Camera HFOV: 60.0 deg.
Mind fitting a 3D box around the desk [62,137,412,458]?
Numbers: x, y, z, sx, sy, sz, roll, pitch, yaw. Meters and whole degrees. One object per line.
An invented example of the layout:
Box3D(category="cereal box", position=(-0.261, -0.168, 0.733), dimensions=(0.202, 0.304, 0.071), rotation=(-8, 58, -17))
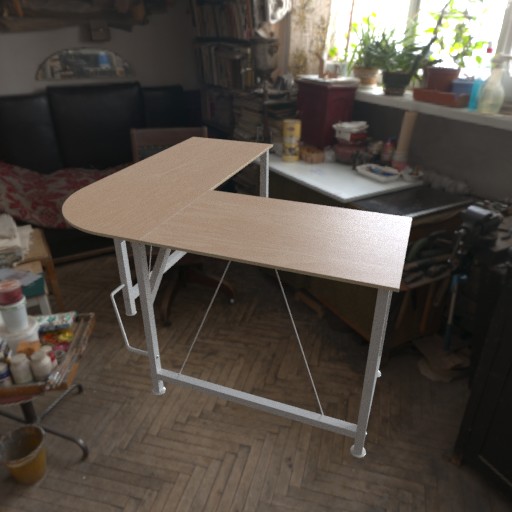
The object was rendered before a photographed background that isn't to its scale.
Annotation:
Box3D(category="desk", position=(0.000, 0.000, 2.222), dimensions=(1.400, 0.762, 1.400), rotation=(10, 30, 18))
